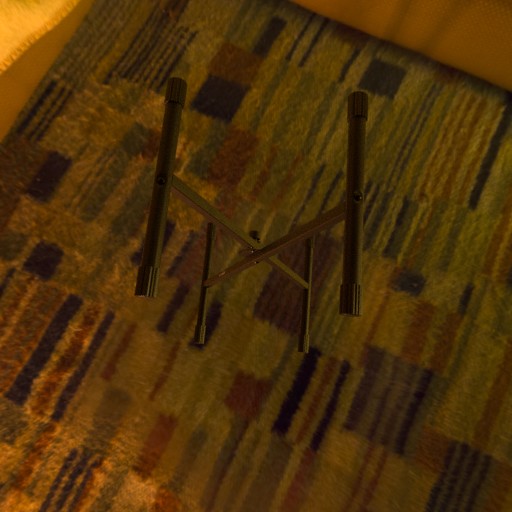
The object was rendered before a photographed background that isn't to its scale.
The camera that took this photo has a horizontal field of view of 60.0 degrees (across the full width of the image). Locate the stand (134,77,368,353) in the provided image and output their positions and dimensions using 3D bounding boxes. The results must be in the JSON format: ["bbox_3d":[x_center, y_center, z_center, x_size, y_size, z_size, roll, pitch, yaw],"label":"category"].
[{"bbox_3d":[0.000,0.000,1.192,0.409,0.940,0.449,5,76,1],"label":"stand"}]
